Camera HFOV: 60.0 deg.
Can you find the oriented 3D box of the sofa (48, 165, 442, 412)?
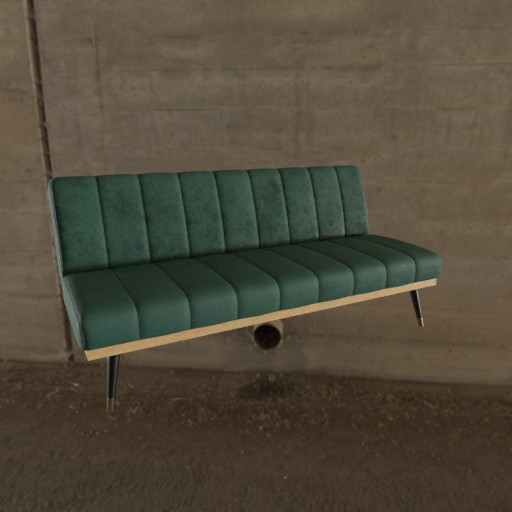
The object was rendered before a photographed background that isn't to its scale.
[{"bbox_3d":[0.000,0.000,2.255,1.810,0.820,0.830,-8,17,-27],"label":"sofa"}]
